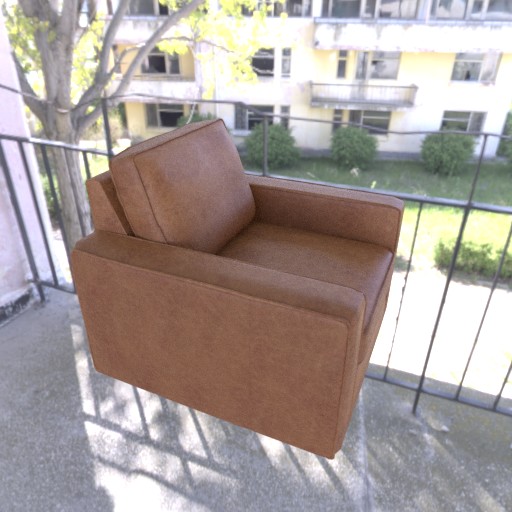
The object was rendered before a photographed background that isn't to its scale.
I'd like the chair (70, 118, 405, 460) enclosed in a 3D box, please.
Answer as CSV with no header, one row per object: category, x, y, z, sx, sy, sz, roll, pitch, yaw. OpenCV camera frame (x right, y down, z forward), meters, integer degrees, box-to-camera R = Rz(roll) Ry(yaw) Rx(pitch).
chair,0.000,0.000,1.744,1.027,0.901,0.987,11,31,18
